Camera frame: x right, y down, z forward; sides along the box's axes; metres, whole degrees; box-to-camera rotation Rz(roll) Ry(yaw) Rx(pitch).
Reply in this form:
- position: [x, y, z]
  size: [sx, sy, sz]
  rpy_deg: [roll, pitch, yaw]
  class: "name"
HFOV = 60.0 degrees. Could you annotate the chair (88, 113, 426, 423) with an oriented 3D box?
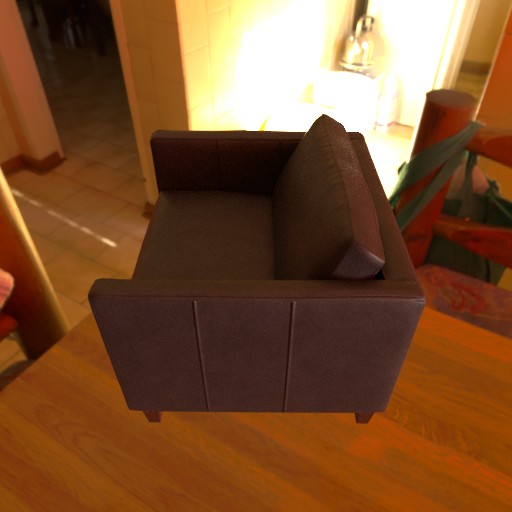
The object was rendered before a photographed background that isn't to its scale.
- position: [0.000, 0.000, 1.607]
  size: [0.862, 0.811, 0.939]
  rpy_deg: [0, 42, 0]
  class: "chair"
